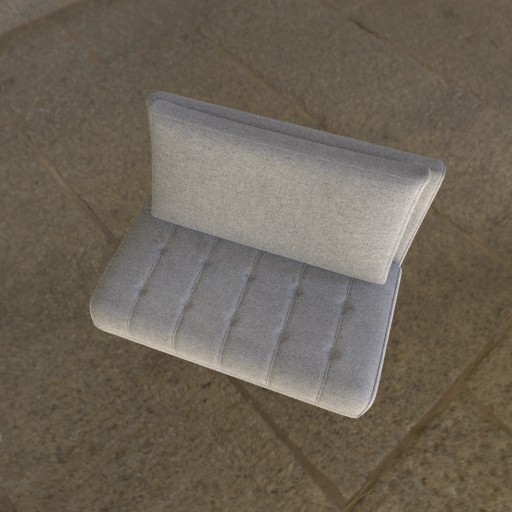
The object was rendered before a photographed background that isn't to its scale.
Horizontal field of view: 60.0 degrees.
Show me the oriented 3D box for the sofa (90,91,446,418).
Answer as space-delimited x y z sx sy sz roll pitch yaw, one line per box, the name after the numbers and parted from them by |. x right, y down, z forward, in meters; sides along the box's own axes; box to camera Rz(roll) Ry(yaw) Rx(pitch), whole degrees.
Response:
0.000 0.000 1.861 1.220 0.910 0.910 17 62 9 | sofa
